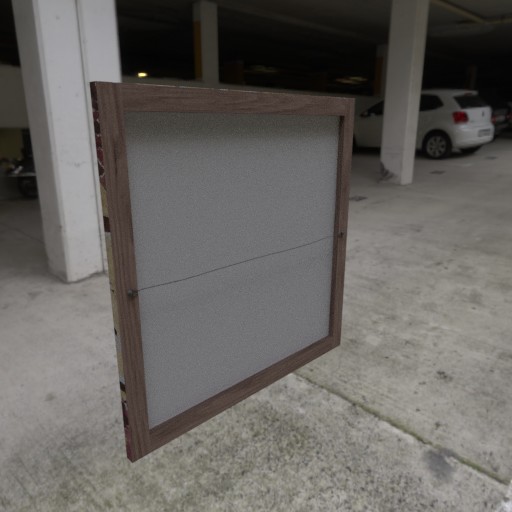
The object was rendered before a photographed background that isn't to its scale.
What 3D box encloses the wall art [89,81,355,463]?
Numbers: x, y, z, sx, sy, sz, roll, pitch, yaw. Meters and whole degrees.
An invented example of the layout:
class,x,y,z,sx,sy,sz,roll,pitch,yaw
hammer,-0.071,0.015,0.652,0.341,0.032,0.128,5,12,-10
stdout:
class,x,y,z,sx,sy,sz,roll,pitch,yaw
wall art,0.000,0.000,1.097,0.757,0.762,0.028,-16,23,-42
